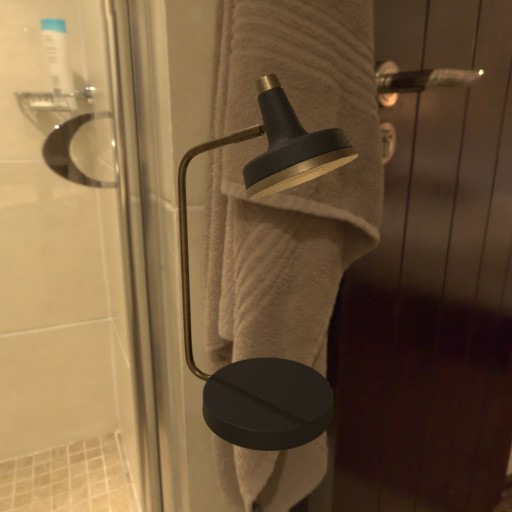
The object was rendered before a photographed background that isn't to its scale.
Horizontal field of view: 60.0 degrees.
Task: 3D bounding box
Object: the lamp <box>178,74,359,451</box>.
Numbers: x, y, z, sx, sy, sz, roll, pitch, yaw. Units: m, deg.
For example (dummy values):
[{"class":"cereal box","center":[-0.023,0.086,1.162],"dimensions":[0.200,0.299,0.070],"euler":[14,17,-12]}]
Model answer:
[{"class":"lamp","center":[0.000,0.000,0.506],"dimensions":[0.218,0.385,0.162],"euler":[9,18,28]}]
